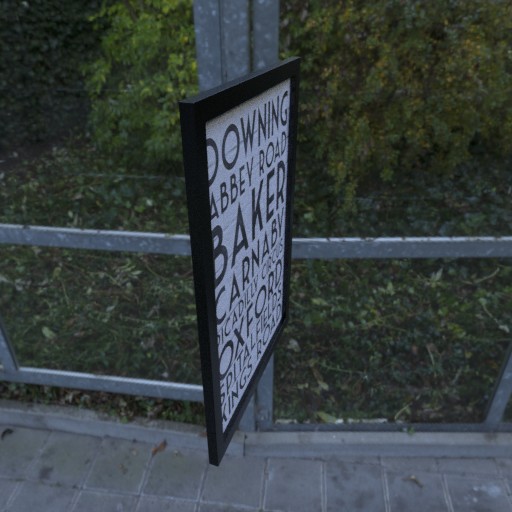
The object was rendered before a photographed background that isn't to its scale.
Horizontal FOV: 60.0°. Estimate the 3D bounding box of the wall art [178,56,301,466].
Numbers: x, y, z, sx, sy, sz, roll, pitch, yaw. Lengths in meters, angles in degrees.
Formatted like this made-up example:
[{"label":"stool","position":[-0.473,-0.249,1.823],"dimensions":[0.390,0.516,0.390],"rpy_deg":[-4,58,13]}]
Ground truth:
[{"label":"wall art","position":[0.000,0.000,0.852],"dimensions":[0.019,0.656,0.462],"rpy_deg":[10,32,17]}]
